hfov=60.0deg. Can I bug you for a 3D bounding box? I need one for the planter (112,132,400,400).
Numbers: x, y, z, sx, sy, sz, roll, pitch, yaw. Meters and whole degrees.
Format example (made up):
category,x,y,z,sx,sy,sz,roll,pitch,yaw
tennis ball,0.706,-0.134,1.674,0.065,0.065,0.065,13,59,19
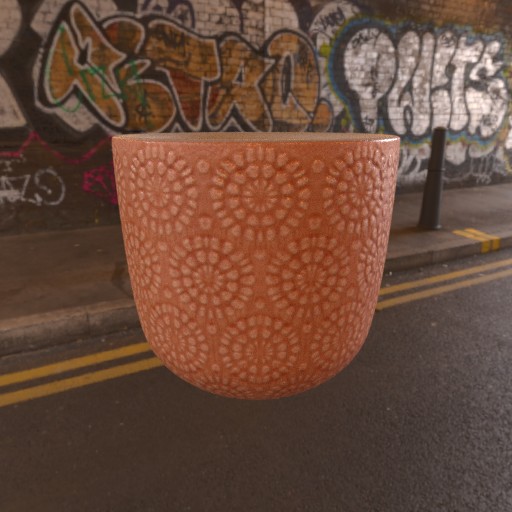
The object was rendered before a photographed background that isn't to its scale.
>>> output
category,x,y,z,sx,sy,sz,roll,pitch,yaw
planter,0.000,0.000,0.360,0.208,0.190,0.208,0,17,0
